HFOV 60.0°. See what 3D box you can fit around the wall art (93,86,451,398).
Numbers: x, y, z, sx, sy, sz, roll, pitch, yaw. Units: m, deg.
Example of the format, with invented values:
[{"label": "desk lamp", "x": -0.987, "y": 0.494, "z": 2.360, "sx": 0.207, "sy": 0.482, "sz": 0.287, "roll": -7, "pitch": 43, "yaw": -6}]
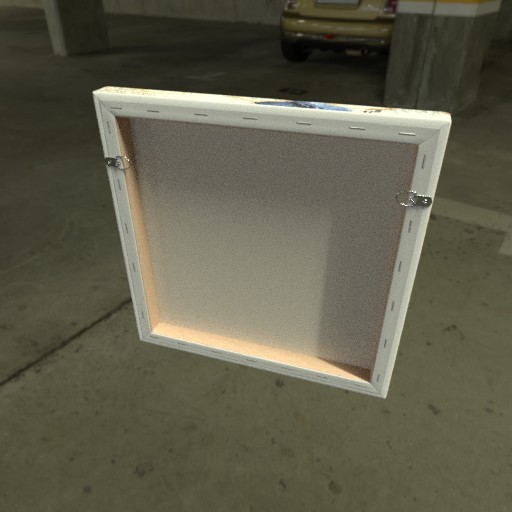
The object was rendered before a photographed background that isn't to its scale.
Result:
[{"label": "wall art", "x": 0.000, "y": 0.000, "z": 0.748, "sx": 0.507, "sy": 0.508, "sz": 0.038, "roll": 10, "pitch": 34, "yaw": 15}]
